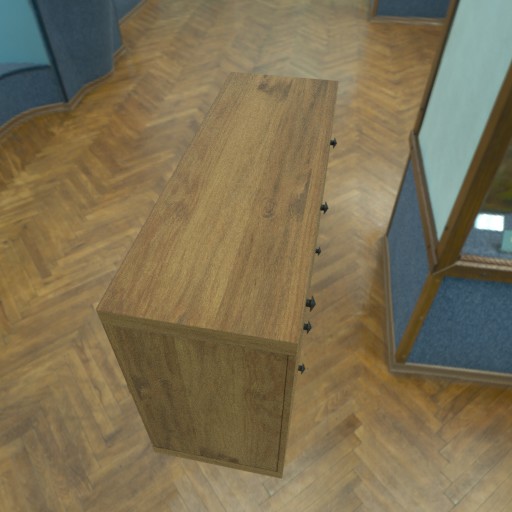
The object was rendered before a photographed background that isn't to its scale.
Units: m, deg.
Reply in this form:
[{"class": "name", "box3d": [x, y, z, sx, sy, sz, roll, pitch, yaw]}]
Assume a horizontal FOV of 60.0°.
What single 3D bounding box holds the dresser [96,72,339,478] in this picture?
[{"class": "dresser", "box3d": [0.000, 0.000, 1.657, 0.479, 0.825, 1.261, 8, 46, 8]}]
